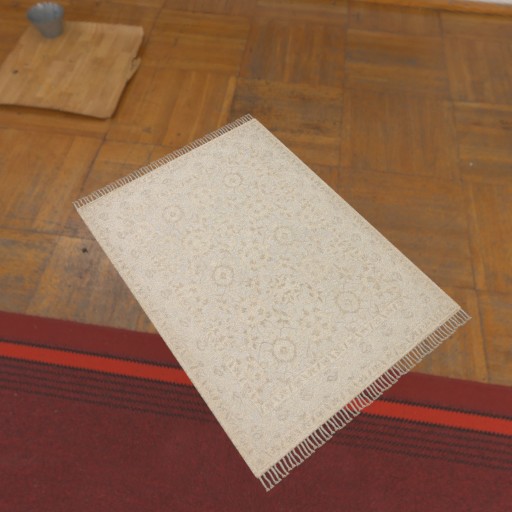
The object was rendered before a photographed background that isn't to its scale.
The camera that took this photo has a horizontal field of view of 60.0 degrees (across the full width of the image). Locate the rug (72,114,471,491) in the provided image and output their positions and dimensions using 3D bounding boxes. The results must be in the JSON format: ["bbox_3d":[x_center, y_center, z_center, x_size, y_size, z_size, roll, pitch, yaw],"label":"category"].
[{"bbox_3d":[0.000,0.000,2.277,1.223,0.015,1.771,-32,64,-18],"label":"rug"}]
